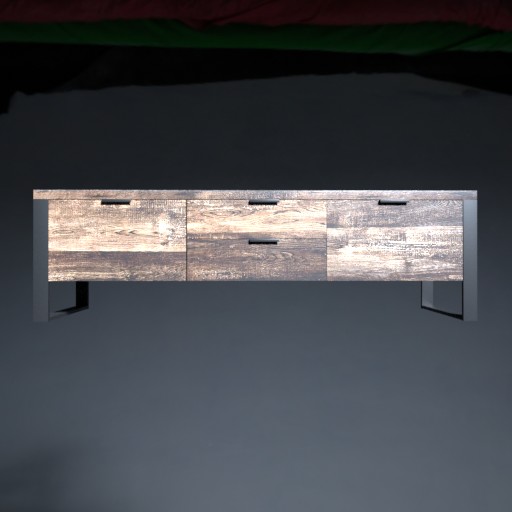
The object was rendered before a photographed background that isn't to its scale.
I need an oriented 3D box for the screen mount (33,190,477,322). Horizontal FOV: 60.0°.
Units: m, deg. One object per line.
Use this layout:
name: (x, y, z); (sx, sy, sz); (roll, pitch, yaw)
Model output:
screen mount: (0.000, 0.000, 1.708); (1.524, 0.450, 0.395); (0, 0, -1)
